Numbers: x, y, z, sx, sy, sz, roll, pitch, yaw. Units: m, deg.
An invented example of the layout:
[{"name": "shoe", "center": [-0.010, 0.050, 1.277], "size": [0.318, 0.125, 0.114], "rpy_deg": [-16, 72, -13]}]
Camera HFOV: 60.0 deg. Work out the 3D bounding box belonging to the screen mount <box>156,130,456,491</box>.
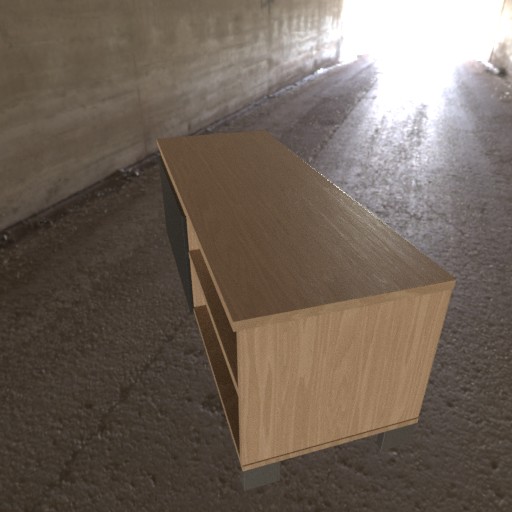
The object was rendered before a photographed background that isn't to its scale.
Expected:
[{"name": "screen mount", "center": [0.000, 0.000, 1.277], "size": [0.406, 0.432, 1.084], "rpy_deg": [-9, 31, -15]}]
